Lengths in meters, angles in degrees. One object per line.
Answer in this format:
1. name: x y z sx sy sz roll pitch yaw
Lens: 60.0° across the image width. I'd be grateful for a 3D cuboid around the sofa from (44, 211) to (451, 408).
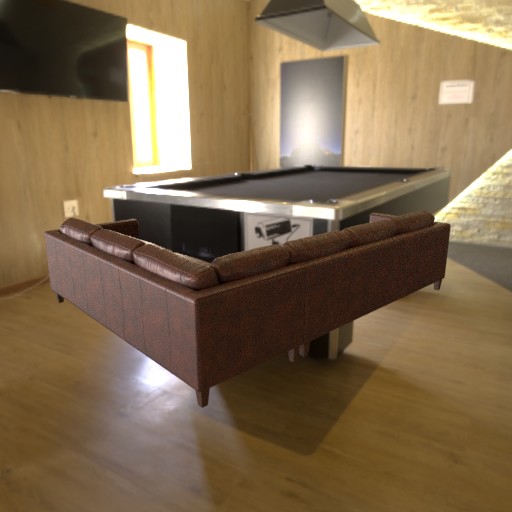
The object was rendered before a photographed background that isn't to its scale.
1. sofa: 0.000 0.000 4.369 3.152 0.836 2.438 -14 21 -41
